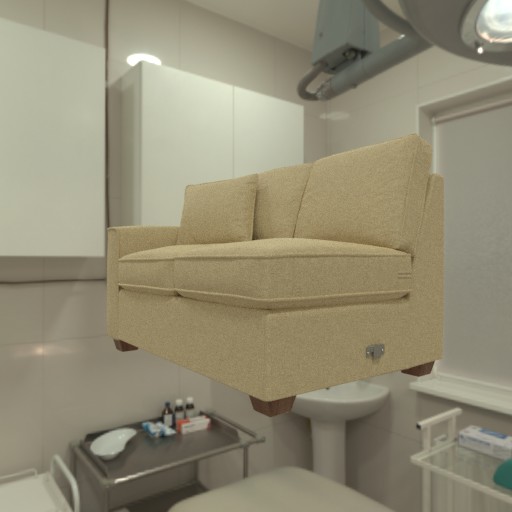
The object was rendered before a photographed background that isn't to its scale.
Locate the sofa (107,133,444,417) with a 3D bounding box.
[{"bbox_3d":[0.000,0.000,2.099,0.991,0.989,1.388,0,0,-37],"label":"sofa"}]
